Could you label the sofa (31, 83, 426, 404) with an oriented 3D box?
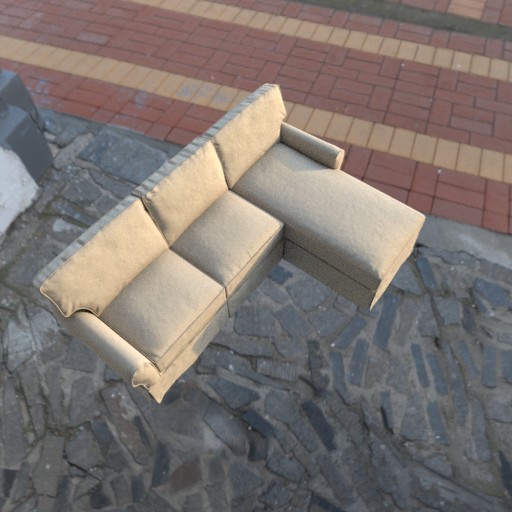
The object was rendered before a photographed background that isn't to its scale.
[{"bbox_3d":[0.000,0.000,3.278,1.733,0.978,2.475,33,64,19],"label":"sofa"}]
